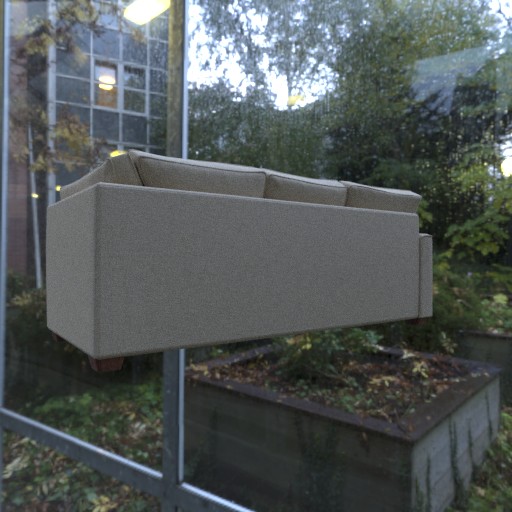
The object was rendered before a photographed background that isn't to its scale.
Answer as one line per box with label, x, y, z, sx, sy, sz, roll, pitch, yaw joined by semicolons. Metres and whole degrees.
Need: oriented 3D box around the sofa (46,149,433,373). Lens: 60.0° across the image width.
sofa;0.000;0.000;2.846;2.317;0.962;1.061;0;-1;-36
